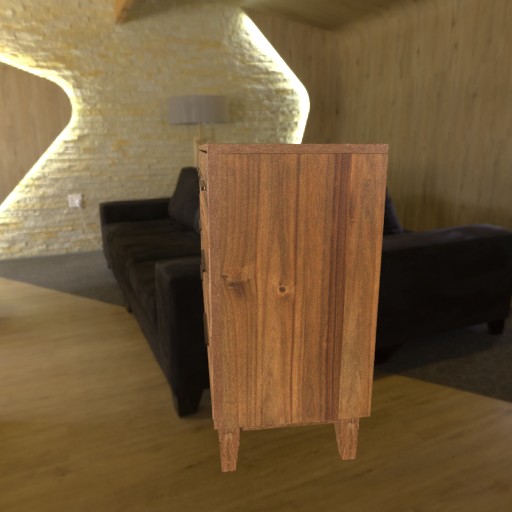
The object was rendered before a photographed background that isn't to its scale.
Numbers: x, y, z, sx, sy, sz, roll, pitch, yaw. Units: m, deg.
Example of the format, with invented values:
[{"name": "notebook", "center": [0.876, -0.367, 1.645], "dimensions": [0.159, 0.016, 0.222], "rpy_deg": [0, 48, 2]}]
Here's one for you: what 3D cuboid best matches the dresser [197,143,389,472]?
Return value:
[{"name": "dresser", "center": [0.000, 0.000, 1.799], "dimensions": [0.446, 0.873, 1.400], "rpy_deg": [-2, 14, -8]}]
